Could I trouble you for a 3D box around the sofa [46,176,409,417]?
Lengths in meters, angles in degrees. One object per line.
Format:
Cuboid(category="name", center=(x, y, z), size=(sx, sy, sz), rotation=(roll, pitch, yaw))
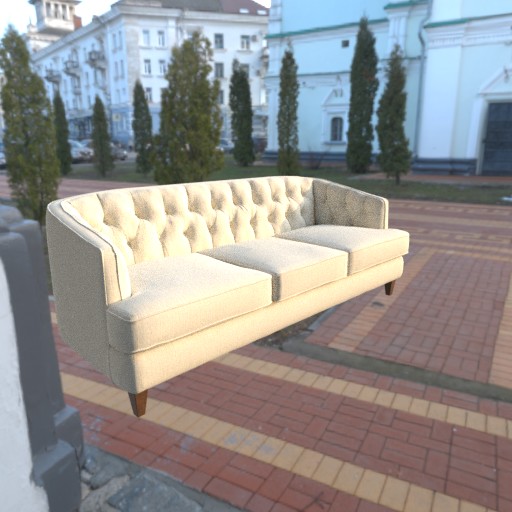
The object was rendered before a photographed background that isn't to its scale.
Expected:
Cuboid(category="sofa", center=(0.000, 0.000, 2.716), size=(0.941, 0.855, 2.278), rotation=(14, 20, 43))
